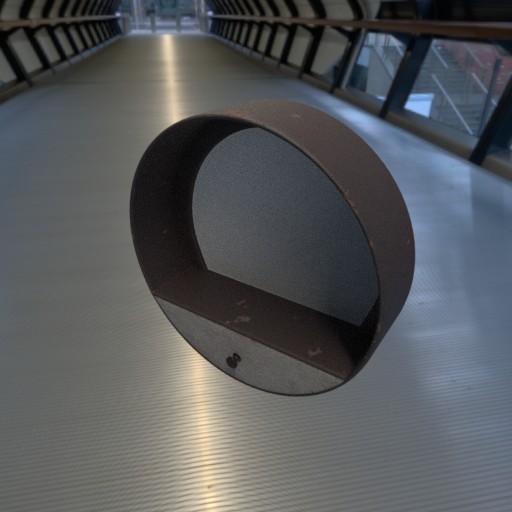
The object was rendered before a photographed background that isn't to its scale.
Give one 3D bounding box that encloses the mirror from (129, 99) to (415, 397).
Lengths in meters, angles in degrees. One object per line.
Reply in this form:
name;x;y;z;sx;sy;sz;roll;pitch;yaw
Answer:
mirror;0.000;0.000;0.596;0.386;0.386;0.126;19;34;29
